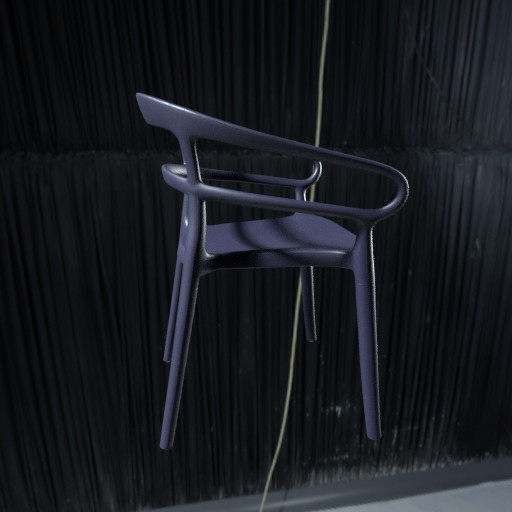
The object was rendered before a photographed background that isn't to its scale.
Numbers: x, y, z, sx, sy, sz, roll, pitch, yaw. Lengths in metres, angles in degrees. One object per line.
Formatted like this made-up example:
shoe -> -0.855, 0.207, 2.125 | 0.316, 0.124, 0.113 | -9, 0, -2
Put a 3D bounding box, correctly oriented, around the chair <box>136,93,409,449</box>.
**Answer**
chair -> 0.000, 0.000, 1.116 | 0.527, 0.761, 0.559 | -3, 17, -10
